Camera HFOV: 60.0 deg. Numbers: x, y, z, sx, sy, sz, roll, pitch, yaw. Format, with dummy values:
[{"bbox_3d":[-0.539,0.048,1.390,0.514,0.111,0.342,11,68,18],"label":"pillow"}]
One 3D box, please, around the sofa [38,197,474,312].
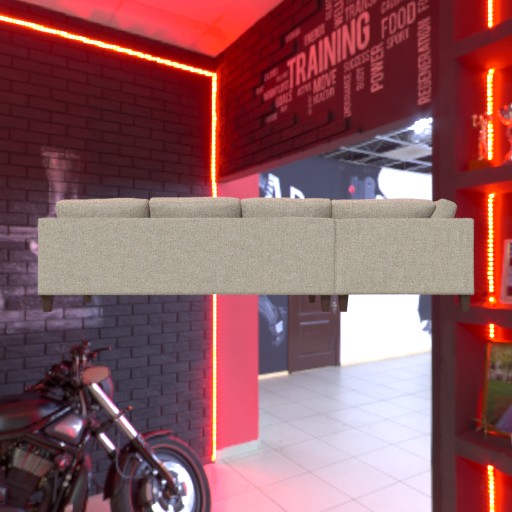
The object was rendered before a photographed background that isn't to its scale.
[{"bbox_3d":[0.000,0.000,4.407,3.182,0.863,2.432,0,-1,0],"label":"sofa"}]
